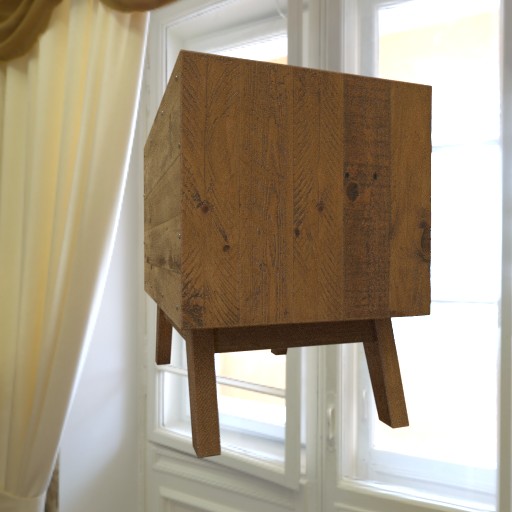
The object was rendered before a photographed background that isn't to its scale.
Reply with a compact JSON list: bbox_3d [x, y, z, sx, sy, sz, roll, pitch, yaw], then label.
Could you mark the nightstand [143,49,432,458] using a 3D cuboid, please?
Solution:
[{"bbox_3d":[0.000,0.000,1.013,0.450,0.599,0.650,0,1,-19],"label":"nightstand"}]
